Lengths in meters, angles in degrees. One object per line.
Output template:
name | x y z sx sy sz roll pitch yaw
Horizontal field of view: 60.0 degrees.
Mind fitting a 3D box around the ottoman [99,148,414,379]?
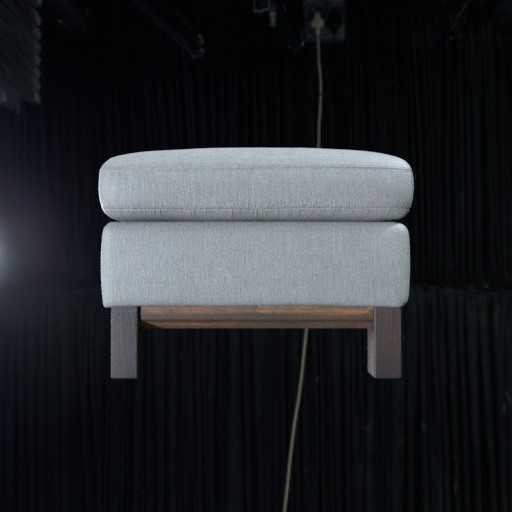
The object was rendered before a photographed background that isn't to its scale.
ottoman | 0.000 0.000 1.048 0.528 0.404 0.735 0 -1 0
